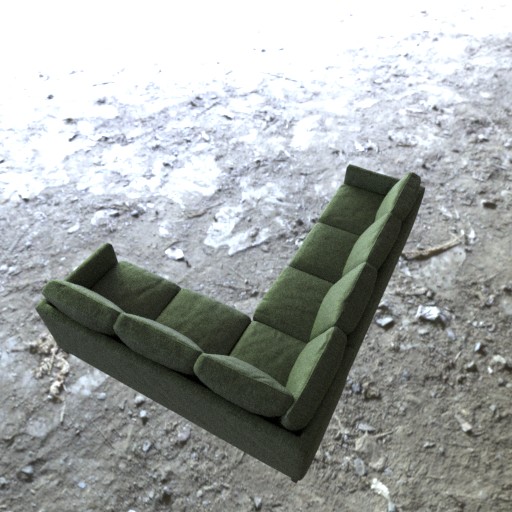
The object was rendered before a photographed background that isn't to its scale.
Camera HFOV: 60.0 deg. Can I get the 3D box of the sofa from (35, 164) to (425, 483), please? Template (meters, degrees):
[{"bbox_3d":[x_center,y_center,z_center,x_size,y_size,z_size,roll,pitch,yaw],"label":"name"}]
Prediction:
[{"bbox_3d":[0.000,0.000,4.515,2.593,0.947,3.302,22,51,19],"label":"sofa"}]
